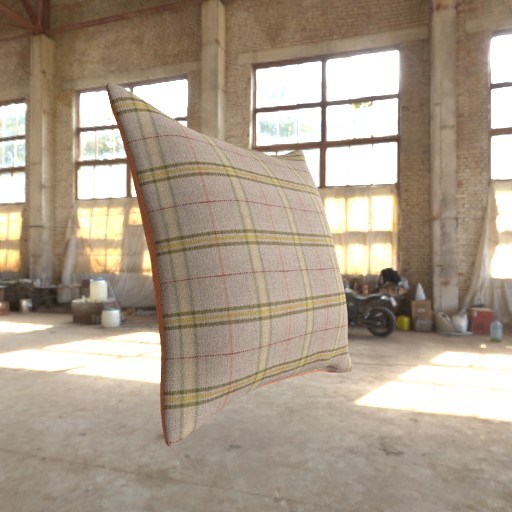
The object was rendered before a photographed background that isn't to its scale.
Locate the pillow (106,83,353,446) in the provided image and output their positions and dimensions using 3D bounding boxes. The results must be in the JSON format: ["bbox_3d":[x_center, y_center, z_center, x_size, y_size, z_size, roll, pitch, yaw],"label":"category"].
[{"bbox_3d":[0.000,0.000,0.688,0.200,0.430,0.453,0,0,38],"label":"pillow"}]
